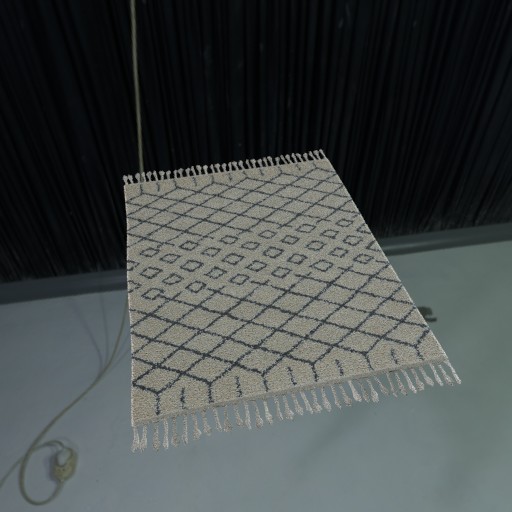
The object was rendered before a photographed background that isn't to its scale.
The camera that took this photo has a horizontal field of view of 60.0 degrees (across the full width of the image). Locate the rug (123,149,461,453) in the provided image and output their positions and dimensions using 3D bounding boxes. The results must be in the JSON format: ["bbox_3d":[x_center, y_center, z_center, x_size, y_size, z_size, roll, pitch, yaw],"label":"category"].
[{"bbox_3d":[0.000,0.000,4.158,2.388,0.030,3.213,-9,46,-9],"label":"rug"}]
